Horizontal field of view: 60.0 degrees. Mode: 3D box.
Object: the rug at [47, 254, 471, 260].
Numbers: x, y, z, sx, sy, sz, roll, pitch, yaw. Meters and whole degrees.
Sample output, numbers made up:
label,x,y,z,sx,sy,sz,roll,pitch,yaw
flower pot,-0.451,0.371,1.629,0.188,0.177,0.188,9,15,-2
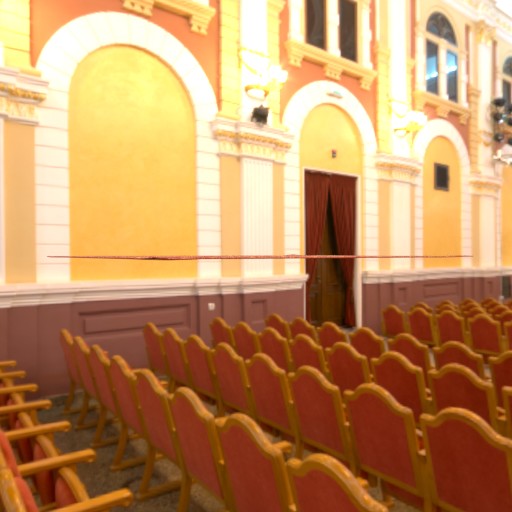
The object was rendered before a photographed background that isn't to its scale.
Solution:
label,x,y,z,sx,sy,sz,roll,pitch,yaw
rug,0.000,0.000,4.094,3.086,0.030,2.489,0,0,-37
